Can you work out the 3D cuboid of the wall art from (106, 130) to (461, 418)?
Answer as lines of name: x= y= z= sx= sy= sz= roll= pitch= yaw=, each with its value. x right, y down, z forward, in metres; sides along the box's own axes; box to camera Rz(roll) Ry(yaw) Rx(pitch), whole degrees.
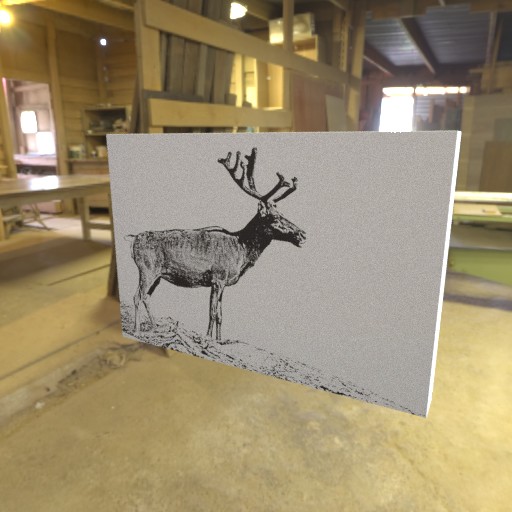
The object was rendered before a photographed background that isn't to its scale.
wall art: x=0.000 y=0.000 z=0.485 sx=0.381 sy=0.259 sz=0.038 roll=8 pitch=16 yaw=27
